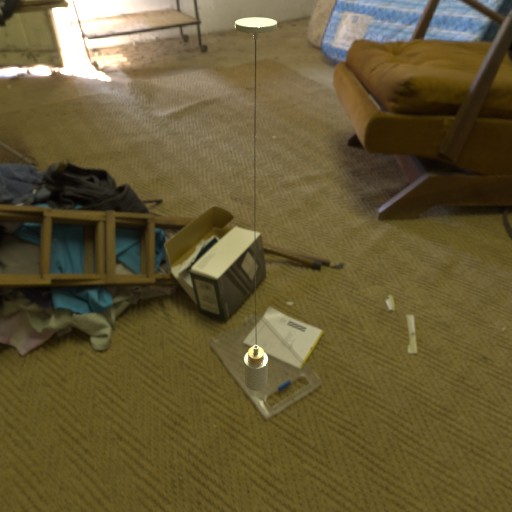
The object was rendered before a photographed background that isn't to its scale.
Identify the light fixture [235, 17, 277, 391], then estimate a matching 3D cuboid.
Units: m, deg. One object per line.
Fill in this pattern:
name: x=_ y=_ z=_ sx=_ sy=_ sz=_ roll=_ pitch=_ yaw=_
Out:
light fixture: x=0.000 y=0.000 z=1.885 sx=0.125 sy=1.798 sz=0.125 roll=26 pitch=46 yaw=28
